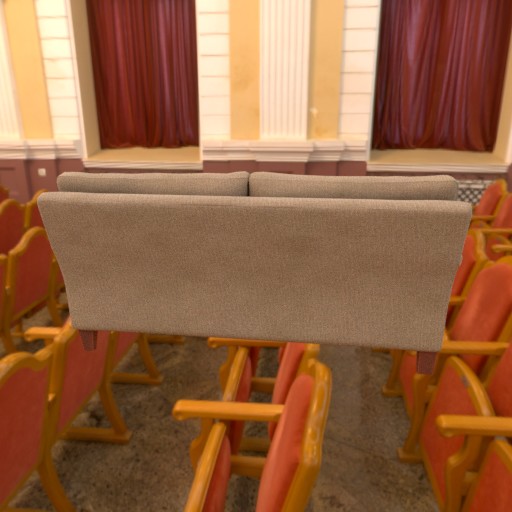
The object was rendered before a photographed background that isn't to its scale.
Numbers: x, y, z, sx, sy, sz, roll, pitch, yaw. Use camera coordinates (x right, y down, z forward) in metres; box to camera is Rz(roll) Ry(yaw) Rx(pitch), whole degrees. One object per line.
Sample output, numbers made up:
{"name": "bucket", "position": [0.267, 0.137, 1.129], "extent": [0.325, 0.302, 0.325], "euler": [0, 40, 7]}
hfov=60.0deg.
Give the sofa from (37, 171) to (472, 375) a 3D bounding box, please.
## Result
{"name": "sofa", "position": [0.000, 0.000, 2.747], "extent": [2.193, 1.096, 1.069], "euler": [2, 17, 7]}
